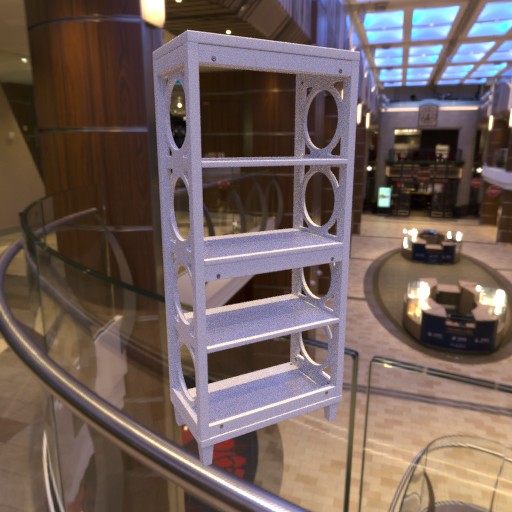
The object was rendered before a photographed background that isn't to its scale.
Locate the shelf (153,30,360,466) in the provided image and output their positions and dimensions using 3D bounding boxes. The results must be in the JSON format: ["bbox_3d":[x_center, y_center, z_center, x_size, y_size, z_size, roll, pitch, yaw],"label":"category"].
[{"bbox_3d":[0.000,0.000,1.658,0.611,1.411,0.340,-8,16,-28],"label":"shelf"}]
